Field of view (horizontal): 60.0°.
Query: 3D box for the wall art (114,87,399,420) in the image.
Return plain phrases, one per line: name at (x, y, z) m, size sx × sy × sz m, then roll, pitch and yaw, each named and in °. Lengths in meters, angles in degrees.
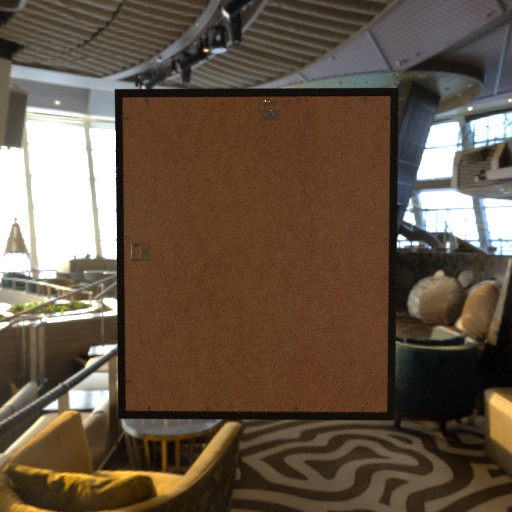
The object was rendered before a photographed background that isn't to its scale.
wall art at (0.000, 0.000, 0.891) m, size 0.559 × 0.660 × 0.018 m, roll 0°, pitch 2°, yaw 1°
